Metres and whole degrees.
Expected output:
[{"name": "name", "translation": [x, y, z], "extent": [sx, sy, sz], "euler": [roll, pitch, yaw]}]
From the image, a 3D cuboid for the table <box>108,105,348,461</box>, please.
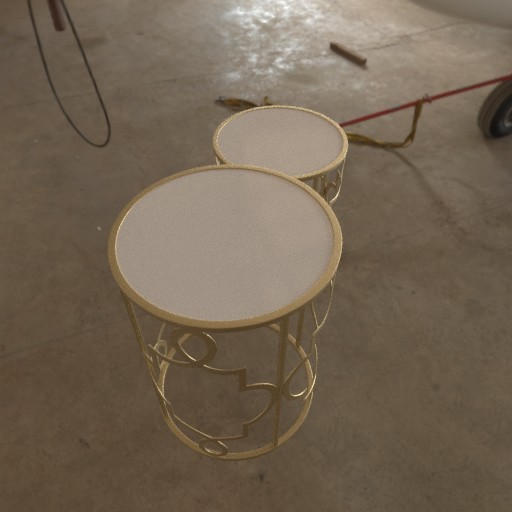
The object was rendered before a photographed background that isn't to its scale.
[{"name": "table", "translation": [0.000, 0.000, 1.154], "extent": [0.420, 0.564, 0.846], "euler": [11, 48, 10]}]
